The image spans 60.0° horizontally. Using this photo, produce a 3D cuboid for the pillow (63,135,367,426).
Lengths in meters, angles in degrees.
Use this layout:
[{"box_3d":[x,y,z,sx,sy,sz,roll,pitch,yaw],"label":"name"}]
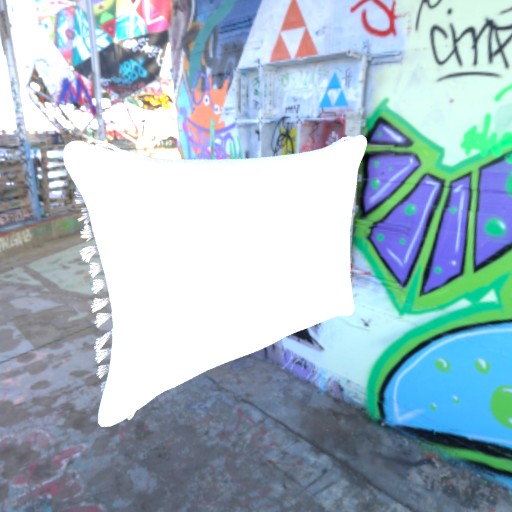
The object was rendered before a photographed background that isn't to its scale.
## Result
[{"box_3d":[0.000,0.000,0.582,0.466,0.305,0.084,-15,22,-41],"label":"pillow"}]
